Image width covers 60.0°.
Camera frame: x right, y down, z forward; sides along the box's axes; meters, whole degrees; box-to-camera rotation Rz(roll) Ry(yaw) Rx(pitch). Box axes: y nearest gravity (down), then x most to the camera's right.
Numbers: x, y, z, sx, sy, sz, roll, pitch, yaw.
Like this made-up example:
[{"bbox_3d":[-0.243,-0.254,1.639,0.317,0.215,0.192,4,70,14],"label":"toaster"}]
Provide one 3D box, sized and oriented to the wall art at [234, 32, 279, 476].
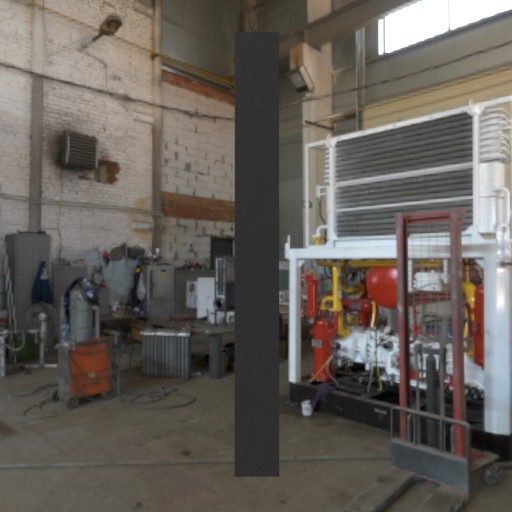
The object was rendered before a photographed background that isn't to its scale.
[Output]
[{"bbox_3d":[0.000,0.000,0.458,0.030,0.305,0.308,0,-1,0],"label":"wall art"}]
